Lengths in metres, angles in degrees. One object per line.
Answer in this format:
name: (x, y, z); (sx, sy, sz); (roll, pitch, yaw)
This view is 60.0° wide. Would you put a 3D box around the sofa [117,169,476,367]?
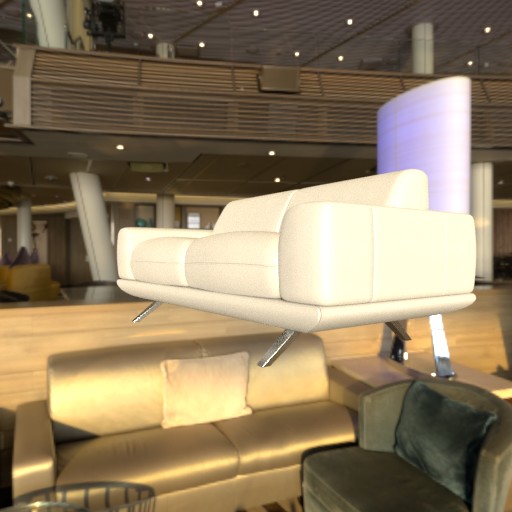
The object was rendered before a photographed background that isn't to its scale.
sofa: (0.000, 0.000, 2.324); (0.900, 0.772, 1.901); (0, 0, -36)
